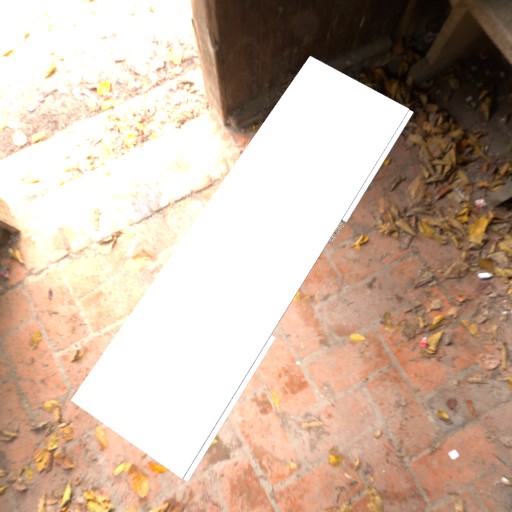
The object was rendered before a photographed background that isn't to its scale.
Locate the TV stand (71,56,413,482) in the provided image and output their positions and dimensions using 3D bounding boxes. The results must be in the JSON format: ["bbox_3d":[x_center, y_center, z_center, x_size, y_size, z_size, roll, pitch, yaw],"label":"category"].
[{"bbox_3d":[0.000,0.000,1.582,0.420,0.310,1.400,31,78,7],"label":"TV stand"}]
